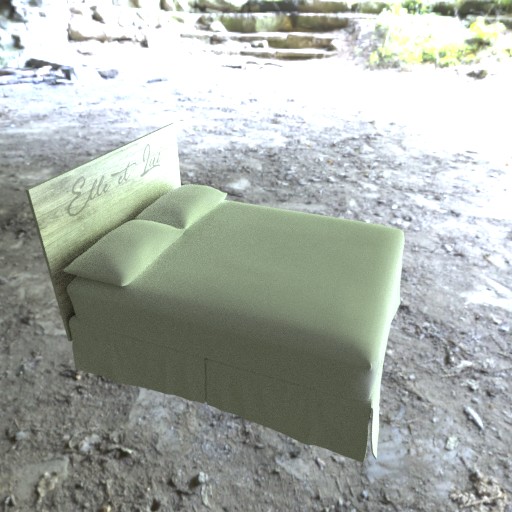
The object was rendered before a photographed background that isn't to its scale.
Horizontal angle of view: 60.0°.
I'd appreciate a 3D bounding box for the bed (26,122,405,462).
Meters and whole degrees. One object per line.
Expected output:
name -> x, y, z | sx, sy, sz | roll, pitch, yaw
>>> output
bed -> 0.000, 0.000, 3.149 | 2.094, 1.335, 1.745 | 11, 32, 18
